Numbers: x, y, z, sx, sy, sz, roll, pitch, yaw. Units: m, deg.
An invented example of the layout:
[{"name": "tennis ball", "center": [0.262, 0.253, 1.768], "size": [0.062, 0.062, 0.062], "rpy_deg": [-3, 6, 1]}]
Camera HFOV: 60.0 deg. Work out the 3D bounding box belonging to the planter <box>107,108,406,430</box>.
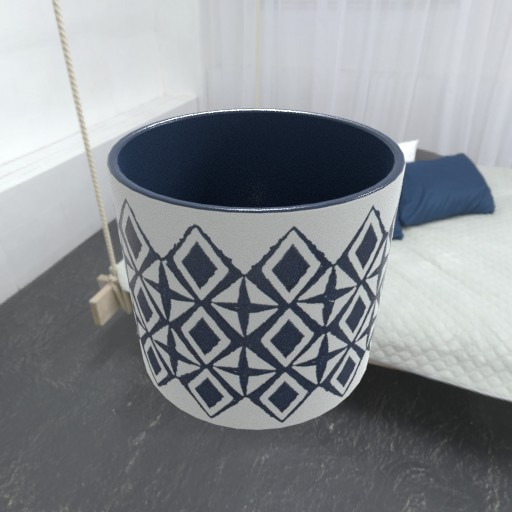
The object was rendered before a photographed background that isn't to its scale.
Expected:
[{"name": "planter", "center": [0.000, 0.000, 0.322], "size": [0.182, 0.165, 0.182], "rpy_deg": [0, 33, 0]}]
